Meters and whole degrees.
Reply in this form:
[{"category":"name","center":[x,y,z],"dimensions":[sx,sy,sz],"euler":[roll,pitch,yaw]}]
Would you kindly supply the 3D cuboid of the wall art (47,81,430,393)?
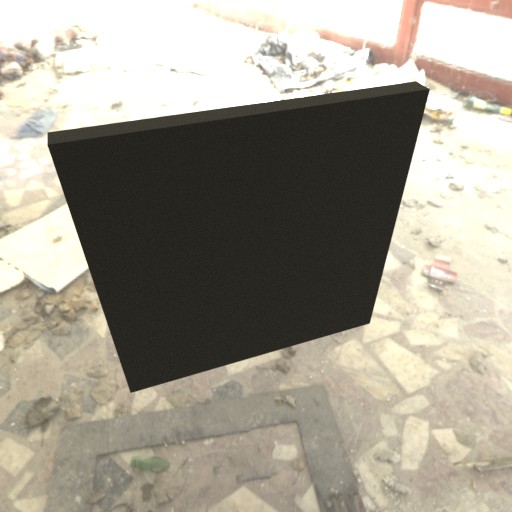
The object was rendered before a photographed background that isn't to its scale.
[{"category":"wall art","center":[0.000,0.000,0.671],"dimensions":[0.462,0.458,0.030],"euler":[-13,43,-15]}]
